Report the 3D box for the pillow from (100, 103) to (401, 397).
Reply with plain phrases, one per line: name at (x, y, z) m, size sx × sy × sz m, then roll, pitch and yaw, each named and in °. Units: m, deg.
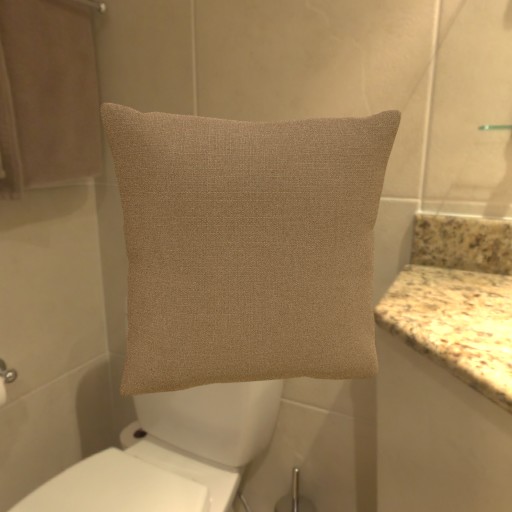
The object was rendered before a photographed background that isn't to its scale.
pillow at (0.000, 0.000, 0.677) m, size 0.429 × 0.436 × 0.159 m, roll -3°, pitch 14°, yaw -10°
